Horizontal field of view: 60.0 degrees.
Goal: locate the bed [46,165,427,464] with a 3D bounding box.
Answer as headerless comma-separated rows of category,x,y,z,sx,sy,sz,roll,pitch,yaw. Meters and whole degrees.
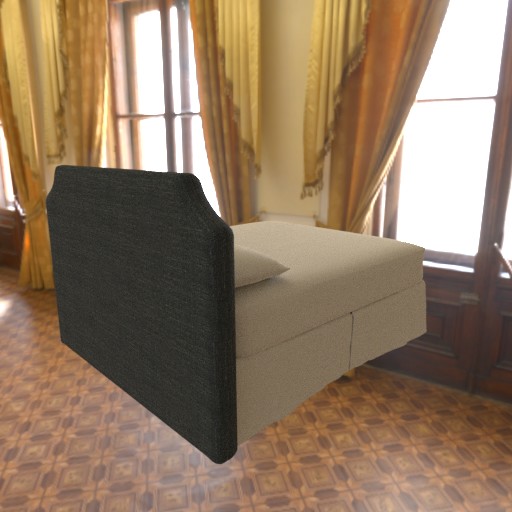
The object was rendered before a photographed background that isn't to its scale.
bed,0.000,0.000,3.176,2.208,1.297,1.828,-13,19,-42
